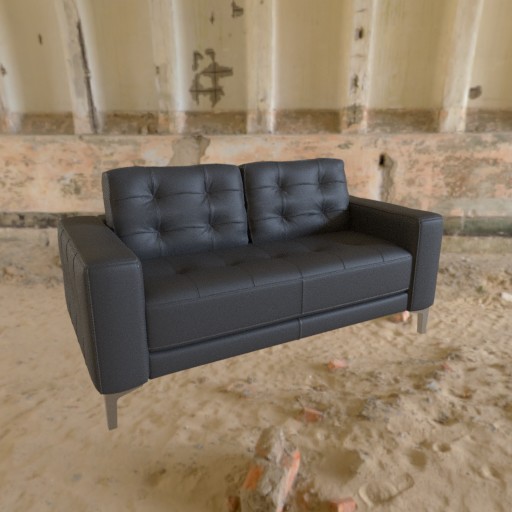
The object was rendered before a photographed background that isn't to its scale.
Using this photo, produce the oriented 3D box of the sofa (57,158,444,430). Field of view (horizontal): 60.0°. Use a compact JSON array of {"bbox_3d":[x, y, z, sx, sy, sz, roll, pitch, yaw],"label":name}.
[{"bbox_3d":[0.000,0.000,2.191,1.726,0.893,0.833,-9,19,-27],"label":"sofa"}]
